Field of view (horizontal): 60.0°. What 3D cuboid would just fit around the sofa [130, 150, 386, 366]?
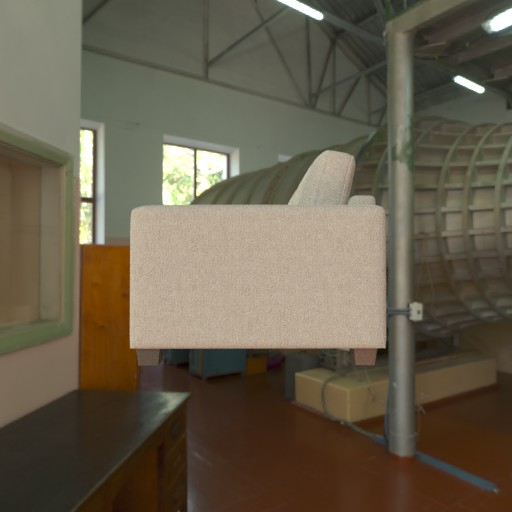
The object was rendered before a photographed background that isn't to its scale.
[{"bbox_3d":[0.000,0.000,2.595,0.900,0.800,2.160,0,-1,0],"label":"sofa"}]
